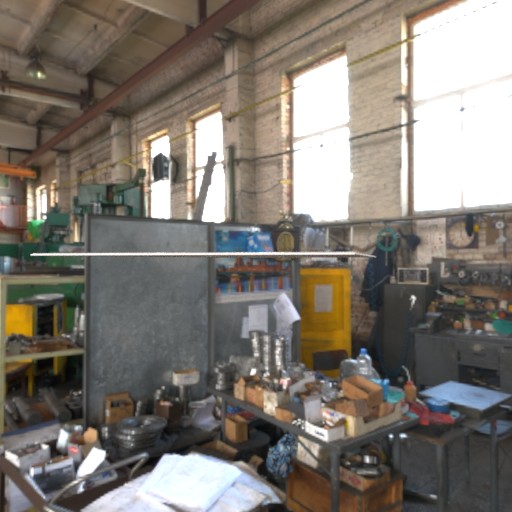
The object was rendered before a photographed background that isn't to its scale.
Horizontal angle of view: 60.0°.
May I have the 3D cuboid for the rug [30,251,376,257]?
[{"bbox_3d":[0.000,0.000,3.077,1.536,0.012,2.431,0,0,17],"label":"rug"}]
